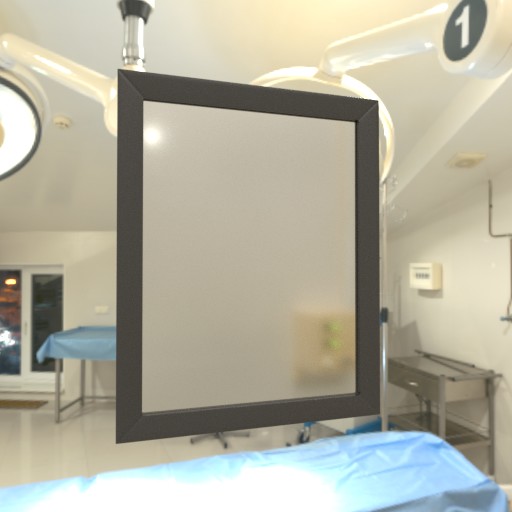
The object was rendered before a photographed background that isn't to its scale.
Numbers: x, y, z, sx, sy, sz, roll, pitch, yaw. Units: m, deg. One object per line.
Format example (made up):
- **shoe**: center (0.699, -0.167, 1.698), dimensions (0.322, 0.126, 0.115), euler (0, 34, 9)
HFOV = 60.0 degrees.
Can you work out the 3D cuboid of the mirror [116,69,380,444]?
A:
- **mirror**: center (0.000, 0.000, 0.676), dimensions (0.405, 0.508, 0.041), euler (0, -1, -17)
